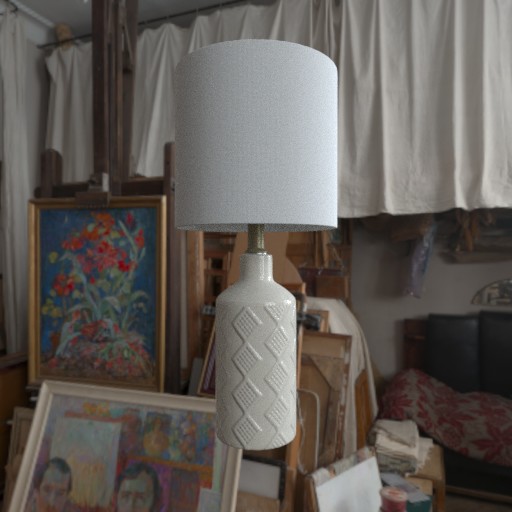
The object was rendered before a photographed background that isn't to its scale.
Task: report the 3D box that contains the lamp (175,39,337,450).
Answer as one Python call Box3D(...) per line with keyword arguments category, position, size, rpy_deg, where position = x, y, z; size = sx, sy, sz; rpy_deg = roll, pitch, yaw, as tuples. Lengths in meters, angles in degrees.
Box3D(category="lamp", position=(0.000, 0.000, 0.574), size=(0.207, 0.461, 0.207), rpy_deg=(0, 1, -18))
